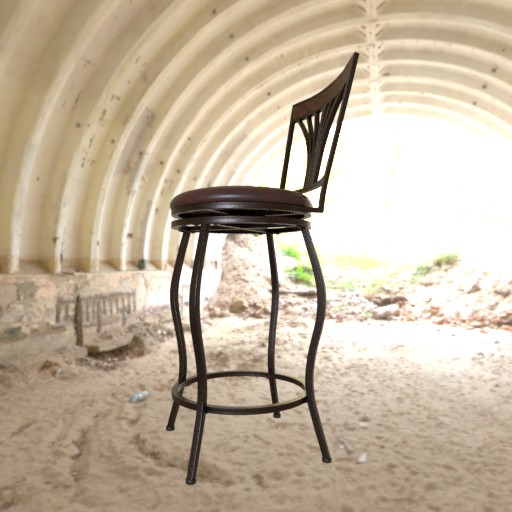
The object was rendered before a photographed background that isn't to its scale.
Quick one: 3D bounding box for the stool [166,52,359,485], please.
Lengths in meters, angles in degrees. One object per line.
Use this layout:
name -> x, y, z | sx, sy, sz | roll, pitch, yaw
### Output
stool -> 0.000, 0.000, 1.341 | 0.514, 1.117, 0.433 | 0, -1, -19
